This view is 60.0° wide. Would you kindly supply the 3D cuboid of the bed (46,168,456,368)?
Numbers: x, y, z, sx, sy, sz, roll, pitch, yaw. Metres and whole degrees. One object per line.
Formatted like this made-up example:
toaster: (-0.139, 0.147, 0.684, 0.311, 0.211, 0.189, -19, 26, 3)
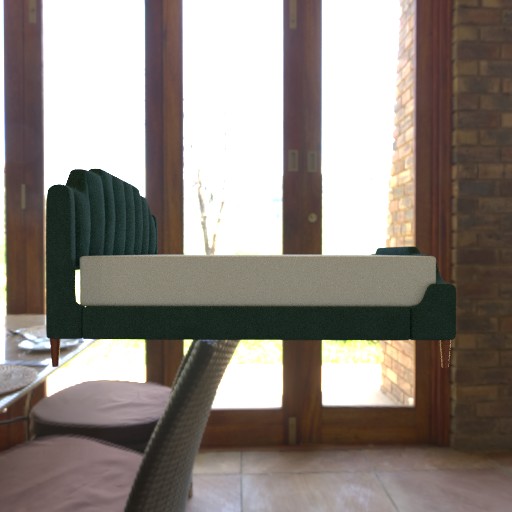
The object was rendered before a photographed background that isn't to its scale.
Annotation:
bed: (0.000, 0.000, 3.507, 2.340, 1.245, 2.074, 0, 0, 1)
